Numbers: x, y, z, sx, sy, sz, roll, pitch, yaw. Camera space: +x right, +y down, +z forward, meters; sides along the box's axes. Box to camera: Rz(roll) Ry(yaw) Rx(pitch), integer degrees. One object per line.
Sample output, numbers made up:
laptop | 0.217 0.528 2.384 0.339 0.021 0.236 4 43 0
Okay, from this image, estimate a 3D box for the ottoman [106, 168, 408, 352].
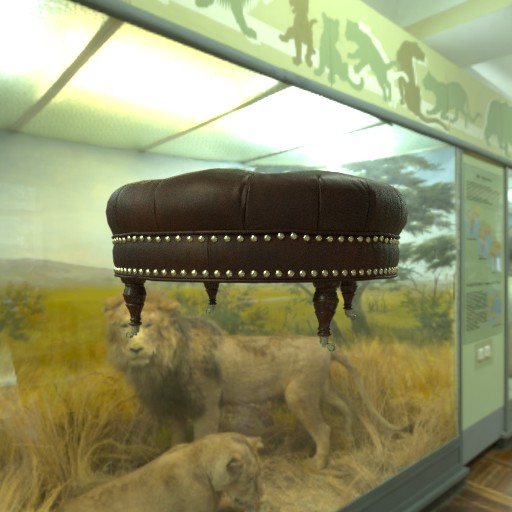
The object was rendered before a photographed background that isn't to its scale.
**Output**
ottoman | 0.000 0.000 1.388 0.901 0.455 0.901 0 0 0
